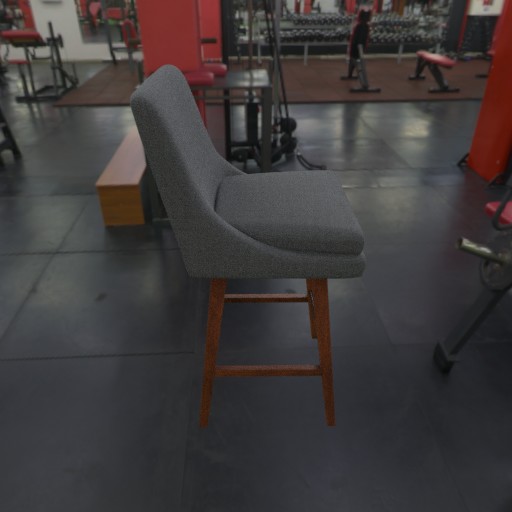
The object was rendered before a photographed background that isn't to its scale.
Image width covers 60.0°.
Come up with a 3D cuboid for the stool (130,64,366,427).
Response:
[{"bbox_3d":[0.000,0.000,1.277,0.524,0.977,0.447,0,32,-1],"label":"stool"}]
